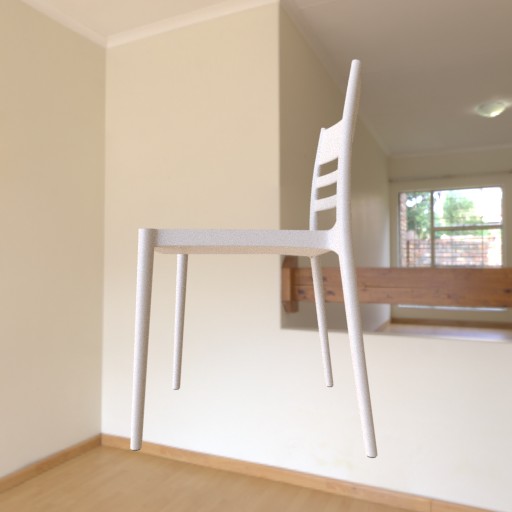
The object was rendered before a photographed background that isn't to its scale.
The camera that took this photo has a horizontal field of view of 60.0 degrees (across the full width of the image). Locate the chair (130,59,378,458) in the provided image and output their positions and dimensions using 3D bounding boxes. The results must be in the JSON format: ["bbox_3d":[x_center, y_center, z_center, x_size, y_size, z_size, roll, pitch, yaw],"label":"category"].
[{"bbox_3d":[0.000,0.000,1.137,0.511,0.800,0.531,0,-1,0],"label":"chair"}]
